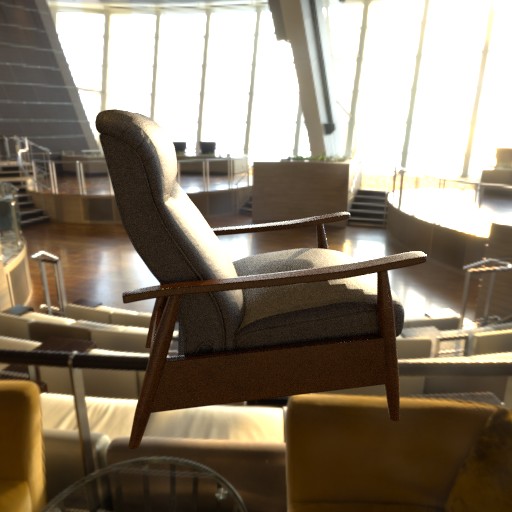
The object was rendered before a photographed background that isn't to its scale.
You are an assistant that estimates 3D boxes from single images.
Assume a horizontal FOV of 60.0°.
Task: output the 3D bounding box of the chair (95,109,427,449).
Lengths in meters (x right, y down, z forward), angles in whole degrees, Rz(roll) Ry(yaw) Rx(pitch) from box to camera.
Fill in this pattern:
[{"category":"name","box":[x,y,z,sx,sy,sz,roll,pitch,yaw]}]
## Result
[{"category":"chair","box":[0.000,0.000,1.741,1.014,1.081,0.762,-3,17,-9]}]
